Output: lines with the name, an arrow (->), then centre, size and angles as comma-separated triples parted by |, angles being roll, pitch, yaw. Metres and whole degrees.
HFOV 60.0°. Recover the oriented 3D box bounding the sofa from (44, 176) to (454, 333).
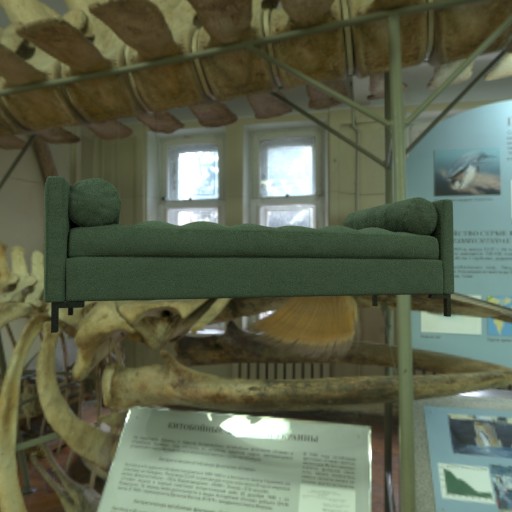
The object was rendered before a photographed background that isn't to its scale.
sofa -> 0.000, 0.000, 2.534 | 2.130, 0.681, 0.817 | 1, -2, -18
